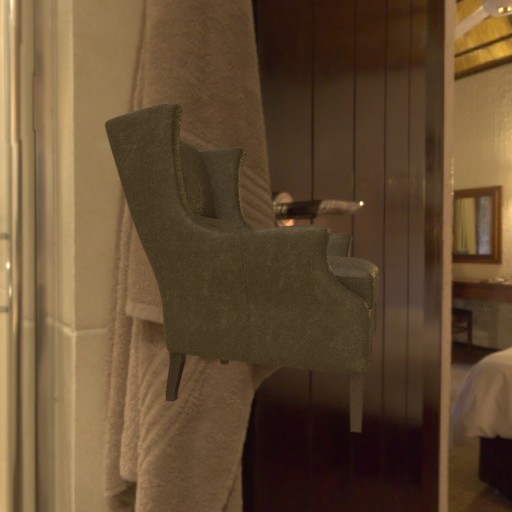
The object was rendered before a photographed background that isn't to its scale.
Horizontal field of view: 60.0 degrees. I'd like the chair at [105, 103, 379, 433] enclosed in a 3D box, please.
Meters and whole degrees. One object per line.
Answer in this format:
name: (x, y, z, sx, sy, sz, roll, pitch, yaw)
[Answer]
chair: (0.000, 0.000, 1.752, 0.926, 1.016, 0.853, 0, 1, 17)
